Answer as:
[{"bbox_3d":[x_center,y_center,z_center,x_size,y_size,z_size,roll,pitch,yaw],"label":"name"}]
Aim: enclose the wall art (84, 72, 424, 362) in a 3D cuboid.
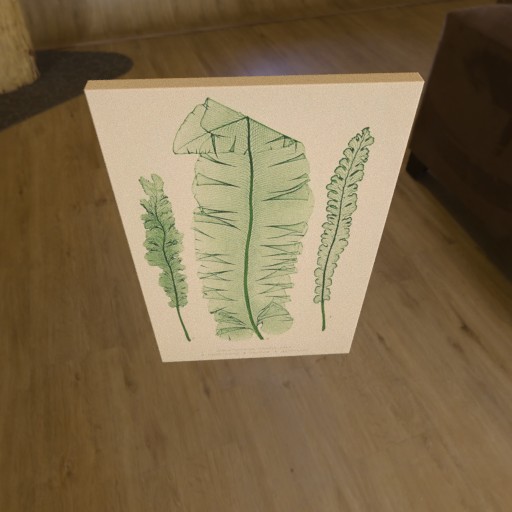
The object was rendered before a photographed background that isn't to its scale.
[{"bbox_3d":[0.000,0.000,1.134,0.610,0.914,0.038,-2,46,-2],"label":"wall art"}]
